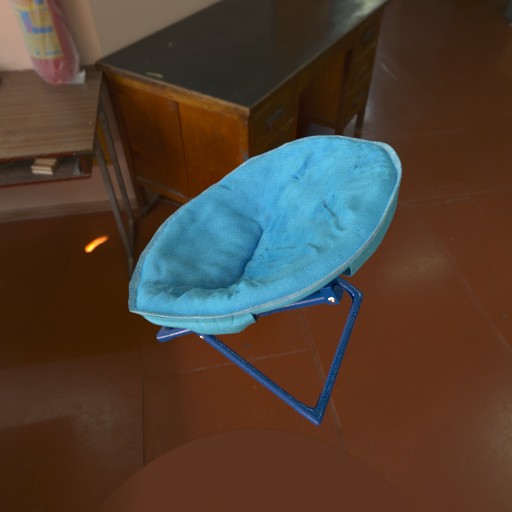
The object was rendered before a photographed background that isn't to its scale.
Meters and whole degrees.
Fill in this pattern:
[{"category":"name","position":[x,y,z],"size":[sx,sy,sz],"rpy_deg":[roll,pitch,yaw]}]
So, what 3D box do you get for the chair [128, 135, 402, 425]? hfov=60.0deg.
[{"category":"chair","position":[0.000,0.000,0.890],"size":[0.465,0.478,0.520],"rpy_deg":[17,49,16]}]
